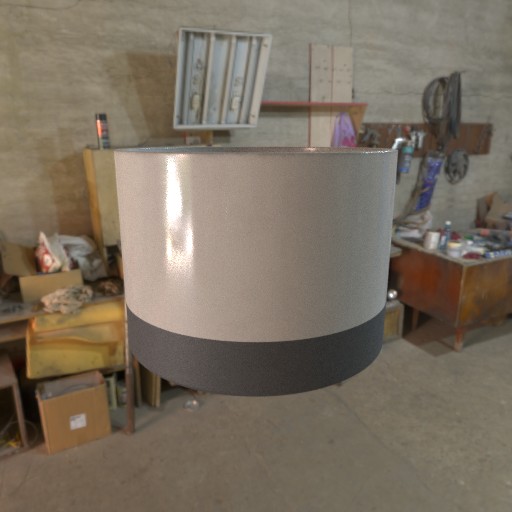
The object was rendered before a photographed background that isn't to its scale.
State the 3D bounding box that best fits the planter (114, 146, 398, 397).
[{"bbox_3d":[0.000,0.000,0.223,0.128,0.105,0.128,0,15,0],"label":"planter"}]
